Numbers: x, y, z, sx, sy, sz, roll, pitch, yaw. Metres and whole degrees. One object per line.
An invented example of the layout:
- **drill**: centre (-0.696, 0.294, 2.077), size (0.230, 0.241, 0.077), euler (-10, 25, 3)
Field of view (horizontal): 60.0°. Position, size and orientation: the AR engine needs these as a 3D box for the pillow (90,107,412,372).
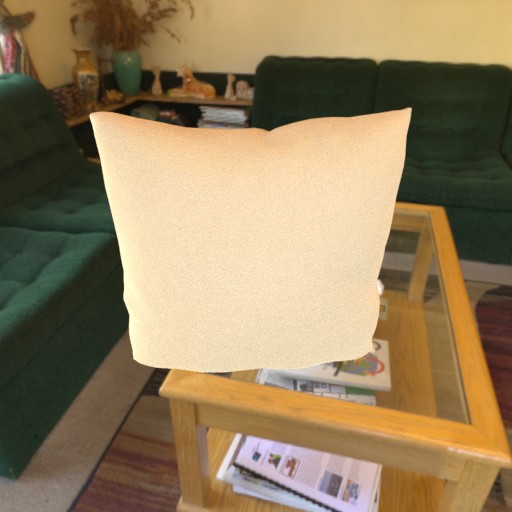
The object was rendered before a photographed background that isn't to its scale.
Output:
- **pillow**: centre (0.000, 0.000, 0.703), size (0.450, 0.448, 0.245), euler (-2, 30, -3)
